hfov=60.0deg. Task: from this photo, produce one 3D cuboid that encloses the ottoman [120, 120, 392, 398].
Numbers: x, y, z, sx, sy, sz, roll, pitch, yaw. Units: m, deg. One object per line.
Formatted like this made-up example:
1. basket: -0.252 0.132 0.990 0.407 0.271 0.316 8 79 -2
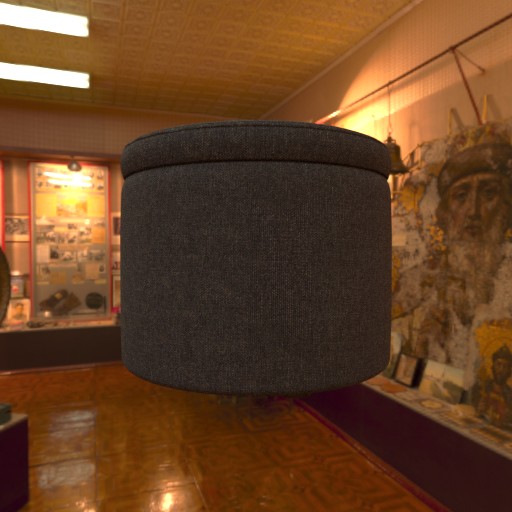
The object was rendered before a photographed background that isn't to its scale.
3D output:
1. ottoman: 0.000 0.000 0.887 0.520 0.430 0.520 0 1 0
